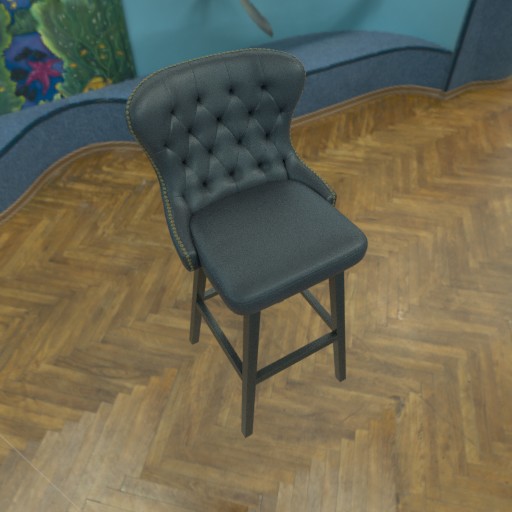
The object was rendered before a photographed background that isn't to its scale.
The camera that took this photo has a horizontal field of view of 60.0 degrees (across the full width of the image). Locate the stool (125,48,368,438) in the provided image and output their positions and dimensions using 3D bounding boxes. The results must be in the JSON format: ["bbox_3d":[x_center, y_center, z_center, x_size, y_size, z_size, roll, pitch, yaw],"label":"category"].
[{"bbox_3d":[0.000,0.000,1.405,0.528,1.050,0.601,-23,51,-20],"label":"stool"}]
